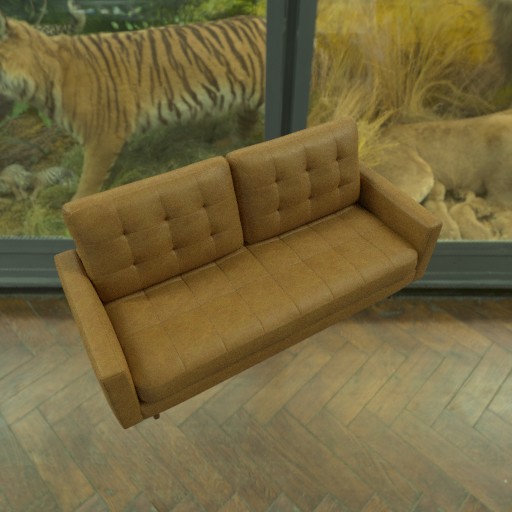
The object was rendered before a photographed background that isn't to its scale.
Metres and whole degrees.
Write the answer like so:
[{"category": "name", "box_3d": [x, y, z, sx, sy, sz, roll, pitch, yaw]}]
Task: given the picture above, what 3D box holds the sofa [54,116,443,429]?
[{"category": "sofa", "box_3d": [0.000, 0.000, 2.284, 1.821, 0.898, 0.850, -22, 49, -21]}]
